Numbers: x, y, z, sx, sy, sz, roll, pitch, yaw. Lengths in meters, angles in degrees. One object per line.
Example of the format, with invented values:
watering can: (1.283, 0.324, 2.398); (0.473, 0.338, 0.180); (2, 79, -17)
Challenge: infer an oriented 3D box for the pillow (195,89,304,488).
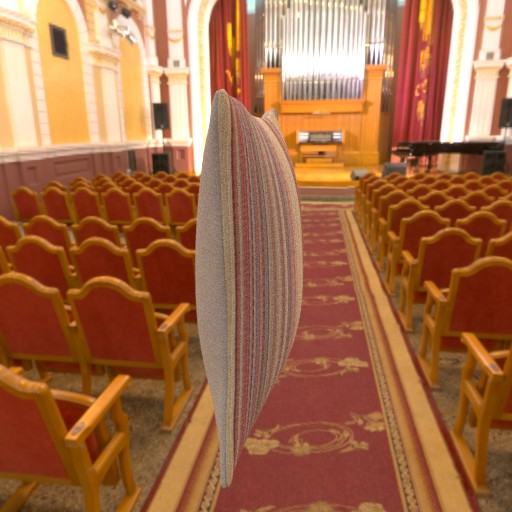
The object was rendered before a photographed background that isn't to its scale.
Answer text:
pillow: (0.000, 0.000, 0.635); (0.136, 0.419, 0.437); (2, 16, 8)
